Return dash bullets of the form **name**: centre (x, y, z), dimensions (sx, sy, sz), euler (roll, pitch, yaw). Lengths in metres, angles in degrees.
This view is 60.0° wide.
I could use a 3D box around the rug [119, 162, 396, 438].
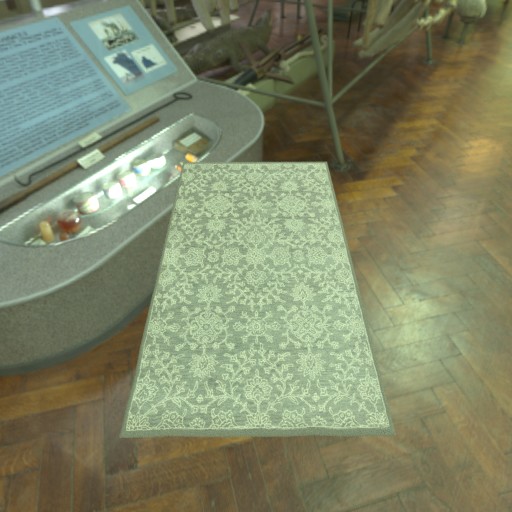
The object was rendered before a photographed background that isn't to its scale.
- **rug**: centre (0.000, 0.000, 3.616), dimensions (1.546, 0.011, 3.048), euler (0, 41, 0)
